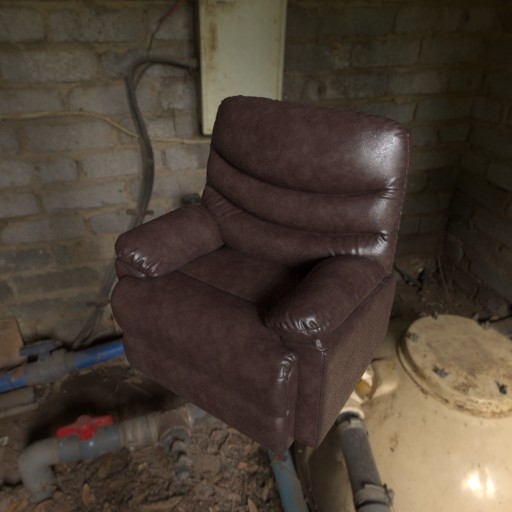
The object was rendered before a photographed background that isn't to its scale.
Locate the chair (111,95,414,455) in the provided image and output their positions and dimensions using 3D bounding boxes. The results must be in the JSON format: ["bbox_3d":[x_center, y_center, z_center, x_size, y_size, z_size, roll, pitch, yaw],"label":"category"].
[{"bbox_3d":[0.000,0.000,1.716,0.940,1.041,0.879,20,36,29],"label":"chair"}]
